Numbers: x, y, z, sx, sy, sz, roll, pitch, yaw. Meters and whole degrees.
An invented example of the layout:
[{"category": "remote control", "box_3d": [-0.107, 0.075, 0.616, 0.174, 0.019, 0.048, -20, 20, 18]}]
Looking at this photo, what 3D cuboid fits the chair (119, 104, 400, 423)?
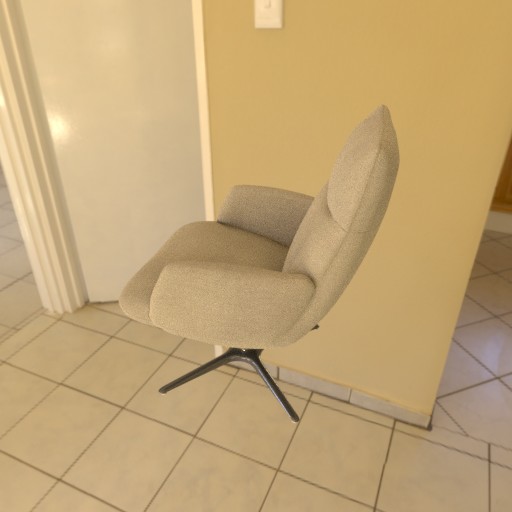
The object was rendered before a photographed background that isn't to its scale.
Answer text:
[{"category": "chair", "box_3d": [0.000, 0.000, 1.623, 0.889, 1.016, 0.711, 7, 31, 13]}]
